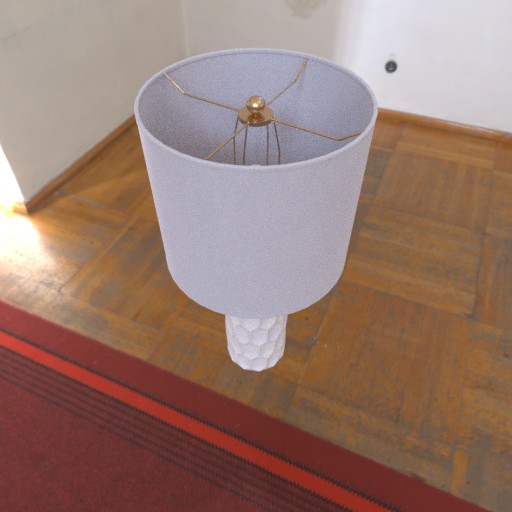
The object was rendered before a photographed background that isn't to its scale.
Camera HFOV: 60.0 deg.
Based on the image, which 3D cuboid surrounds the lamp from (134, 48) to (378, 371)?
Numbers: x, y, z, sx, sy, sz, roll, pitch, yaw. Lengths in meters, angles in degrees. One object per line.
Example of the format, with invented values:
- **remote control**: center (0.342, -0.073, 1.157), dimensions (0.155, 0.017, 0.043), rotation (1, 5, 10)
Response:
- **lamp**: center (0.000, 0.000, 0.706), dimensions (0.277, 0.537, 0.277), rotation (-16, 49, -14)
